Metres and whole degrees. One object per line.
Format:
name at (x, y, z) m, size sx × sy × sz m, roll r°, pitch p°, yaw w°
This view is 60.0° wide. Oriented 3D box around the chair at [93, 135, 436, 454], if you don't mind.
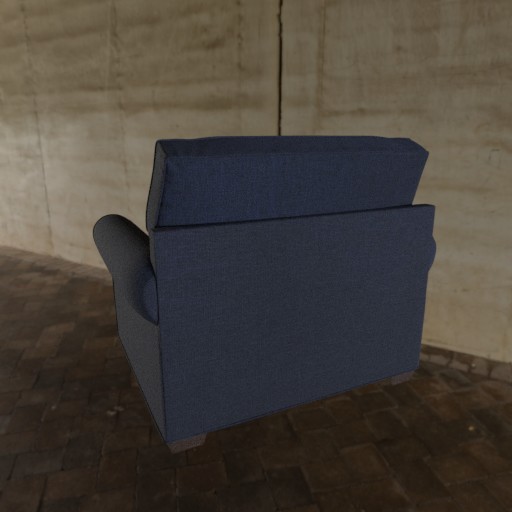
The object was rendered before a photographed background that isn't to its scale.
chair at (0.000, 0.000, 1.983) m, size 1.285 × 1.044 × 0.963 m, roll -7°, pitch 17°, yaw -25°
